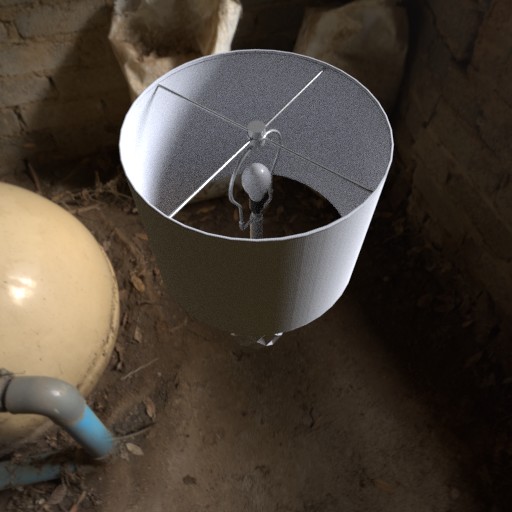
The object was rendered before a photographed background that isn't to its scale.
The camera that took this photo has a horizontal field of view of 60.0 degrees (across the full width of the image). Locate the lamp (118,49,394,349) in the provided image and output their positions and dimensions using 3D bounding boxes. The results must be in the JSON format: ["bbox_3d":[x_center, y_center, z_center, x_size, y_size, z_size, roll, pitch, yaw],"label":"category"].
[{"bbox_3d":[0.000,0.000,0.701,0.297,0.522,0.297,0,57,0],"label":"lamp"}]
